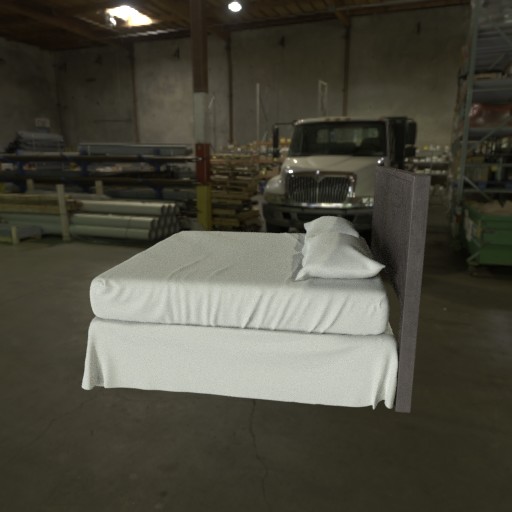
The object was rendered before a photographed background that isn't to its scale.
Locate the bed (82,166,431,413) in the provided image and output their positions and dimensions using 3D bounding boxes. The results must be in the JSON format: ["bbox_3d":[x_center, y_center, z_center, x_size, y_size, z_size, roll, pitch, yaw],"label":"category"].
[{"bbox_3d":[0.000,0.000,2.955,1.785,1.142,1.772,2,13,9],"label":"bed"}]
